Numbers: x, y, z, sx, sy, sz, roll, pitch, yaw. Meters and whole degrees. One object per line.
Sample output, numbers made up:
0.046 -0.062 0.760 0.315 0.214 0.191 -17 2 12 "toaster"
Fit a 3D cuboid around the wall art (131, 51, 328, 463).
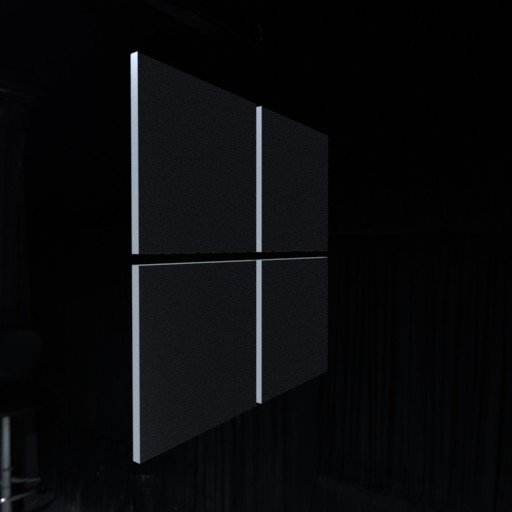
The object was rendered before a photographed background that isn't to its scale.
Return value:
0.000 0.000 1.663 0.029 1.118 1.118 1 2 36 "wall art"
